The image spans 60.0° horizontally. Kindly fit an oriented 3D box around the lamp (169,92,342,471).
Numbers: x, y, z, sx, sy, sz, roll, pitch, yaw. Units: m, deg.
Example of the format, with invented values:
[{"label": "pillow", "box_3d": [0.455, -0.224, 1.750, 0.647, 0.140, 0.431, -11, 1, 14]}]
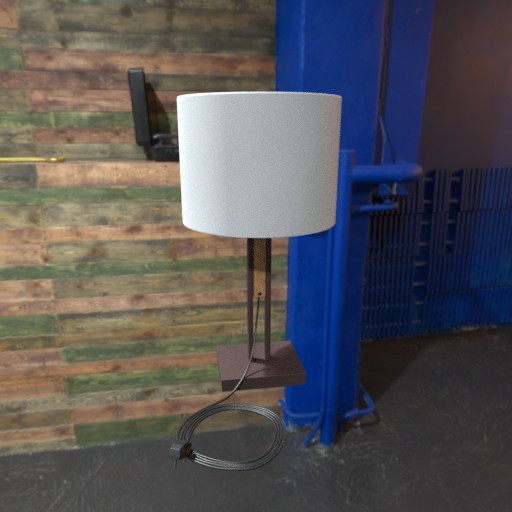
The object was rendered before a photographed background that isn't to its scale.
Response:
[{"label": "lamp", "box_3d": [0.000, 0.000, 0.977, 0.396, 0.668, 0.525, -3, 16, -9]}]
